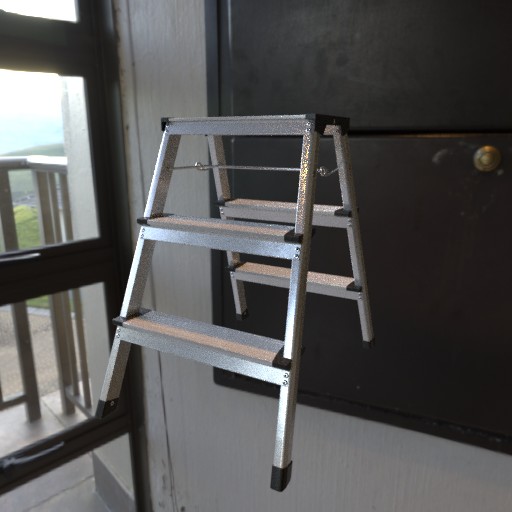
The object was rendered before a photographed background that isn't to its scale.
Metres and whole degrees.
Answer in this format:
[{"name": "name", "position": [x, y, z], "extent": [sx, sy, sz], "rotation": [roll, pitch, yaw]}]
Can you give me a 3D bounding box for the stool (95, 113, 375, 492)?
[{"name": "stool", "position": [0.000, 0.000, 1.013], "extent": [0.437, 0.605, 0.622], "rotation": [8, 17, 27]}]
